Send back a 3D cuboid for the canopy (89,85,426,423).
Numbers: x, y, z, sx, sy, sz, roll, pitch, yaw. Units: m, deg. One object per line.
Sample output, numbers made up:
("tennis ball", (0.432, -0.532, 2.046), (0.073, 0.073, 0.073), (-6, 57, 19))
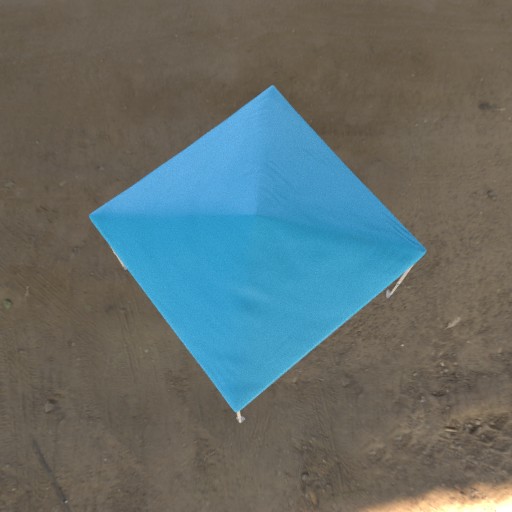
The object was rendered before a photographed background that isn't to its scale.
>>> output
("canopy", (0.000, 0.000, 6.556), (3.599, 3.600, 3.600), (-38, 79, -9))
